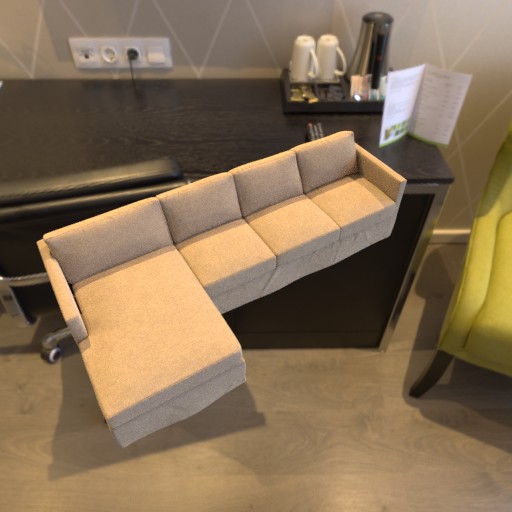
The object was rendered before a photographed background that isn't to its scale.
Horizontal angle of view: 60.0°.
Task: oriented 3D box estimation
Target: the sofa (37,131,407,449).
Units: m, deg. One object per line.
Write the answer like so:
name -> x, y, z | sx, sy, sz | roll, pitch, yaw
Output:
sofa -> 0.000, 0.000, 3.835 | 3.198, 0.920, 1.638 | -23, 50, -21
